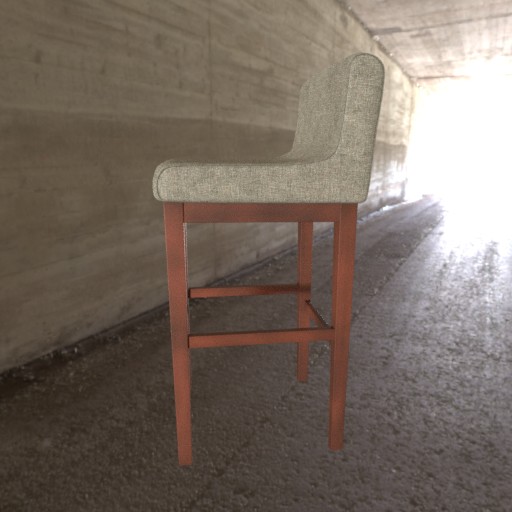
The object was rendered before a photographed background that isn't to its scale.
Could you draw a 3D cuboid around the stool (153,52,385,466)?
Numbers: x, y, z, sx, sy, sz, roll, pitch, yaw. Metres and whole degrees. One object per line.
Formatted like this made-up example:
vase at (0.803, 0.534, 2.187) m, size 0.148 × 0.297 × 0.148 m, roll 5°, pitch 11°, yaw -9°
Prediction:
stool at (0.000, 0.000, 1.199) m, size 0.499 × 0.965 × 0.426 m, roll -2°, pitch 14°, yaw -8°
